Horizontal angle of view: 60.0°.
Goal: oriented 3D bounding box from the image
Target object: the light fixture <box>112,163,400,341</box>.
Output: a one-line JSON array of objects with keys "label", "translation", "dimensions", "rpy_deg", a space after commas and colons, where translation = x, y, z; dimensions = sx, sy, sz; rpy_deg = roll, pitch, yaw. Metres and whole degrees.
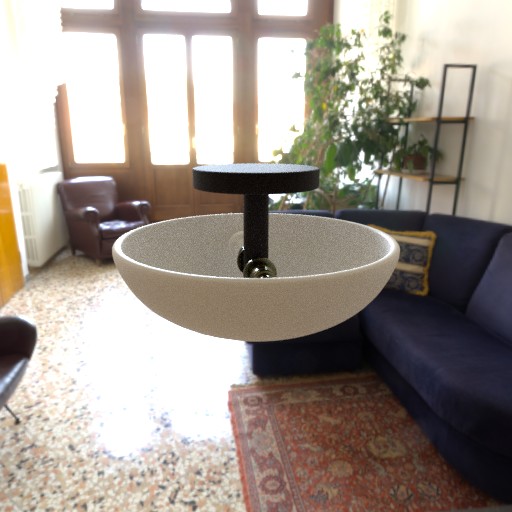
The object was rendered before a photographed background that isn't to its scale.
[{"label": "light fixture", "translation": [0.000, 0.000, 0.539], "dimensions": [0.331, 0.212, 0.331], "rpy_deg": [0, 15, 0]}]
